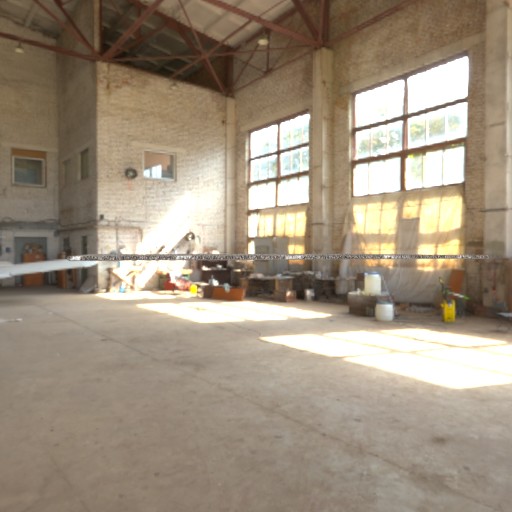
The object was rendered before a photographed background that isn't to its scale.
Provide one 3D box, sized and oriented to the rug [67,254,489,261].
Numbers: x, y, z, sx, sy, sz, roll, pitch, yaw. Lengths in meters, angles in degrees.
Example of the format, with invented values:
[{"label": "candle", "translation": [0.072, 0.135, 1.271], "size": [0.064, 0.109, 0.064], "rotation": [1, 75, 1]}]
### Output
[{"label": "rug", "translation": [0.000, 0.000, 4.129], "size": [3.047, 0.029, 2.438], "rotation": [0, 1, -18]}]
